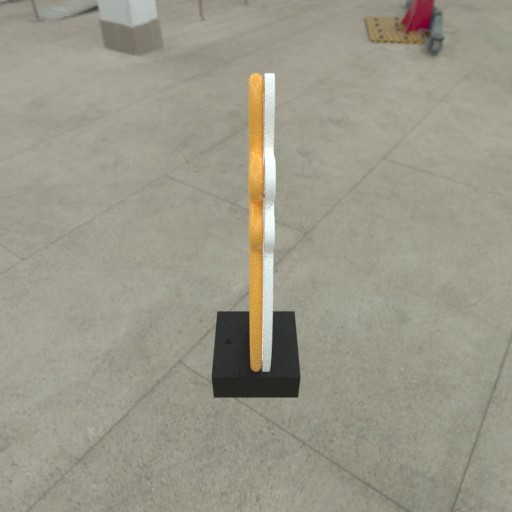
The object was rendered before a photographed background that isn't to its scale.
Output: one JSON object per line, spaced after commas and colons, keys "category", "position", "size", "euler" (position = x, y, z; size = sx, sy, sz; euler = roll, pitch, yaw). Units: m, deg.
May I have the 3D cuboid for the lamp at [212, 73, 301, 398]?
{"category": "lamp", "position": [0.000, 0.000, 0.394], "size": [0.088, 0.317, 0.167], "euler": [0, 41, 0]}
